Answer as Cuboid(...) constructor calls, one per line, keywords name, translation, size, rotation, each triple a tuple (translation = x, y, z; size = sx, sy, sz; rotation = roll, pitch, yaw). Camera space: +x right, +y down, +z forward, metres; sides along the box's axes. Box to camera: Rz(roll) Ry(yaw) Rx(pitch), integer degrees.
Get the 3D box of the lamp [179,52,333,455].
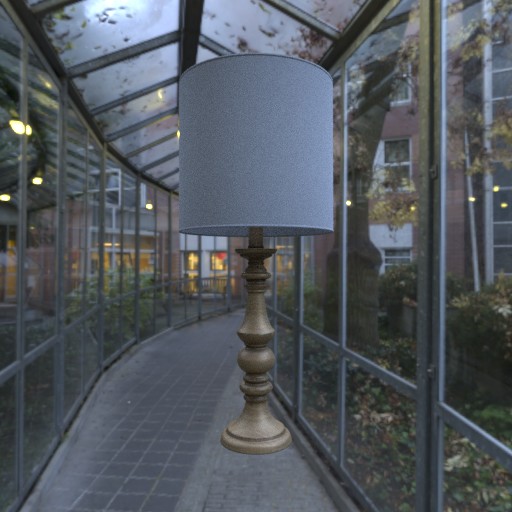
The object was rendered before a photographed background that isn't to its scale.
Cuboid(name="lamp", translation=(0.000, 0.000, 0.726), size=(0.250, 0.597, 0.250), rotation=(0, -1, 17))
